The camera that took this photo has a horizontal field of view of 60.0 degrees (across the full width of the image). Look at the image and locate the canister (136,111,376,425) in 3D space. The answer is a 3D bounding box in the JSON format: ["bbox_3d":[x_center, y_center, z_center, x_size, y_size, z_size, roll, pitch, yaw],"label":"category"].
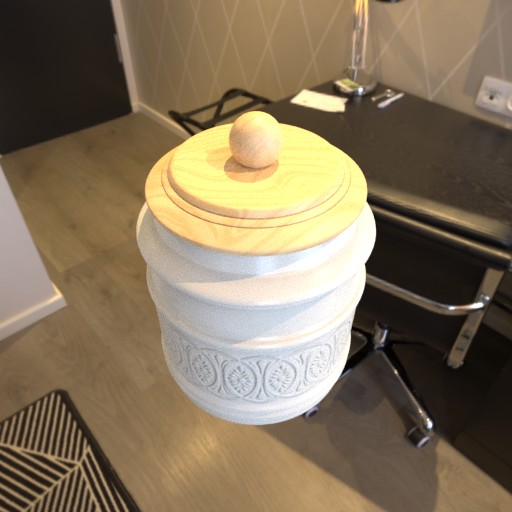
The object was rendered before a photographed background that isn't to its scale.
[{"bbox_3d":[0.000,0.000,0.264,0.130,0.176,0.130,0,42,0],"label":"canister"}]
